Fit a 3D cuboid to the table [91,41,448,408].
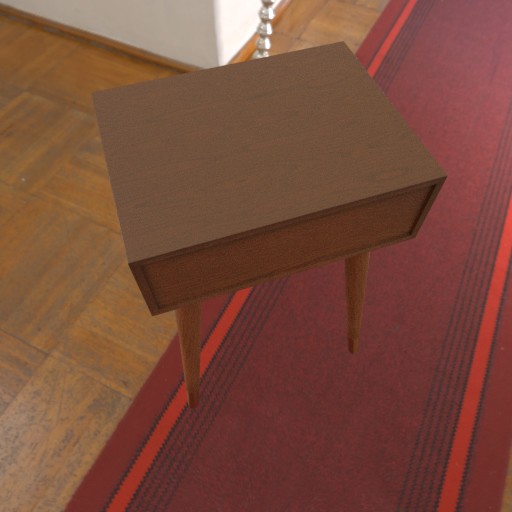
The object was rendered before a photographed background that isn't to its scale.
[{"bbox_3d":[0.000,0.000,0.823,0.406,0.599,0.300,-16,59,-10],"label":"table"}]
